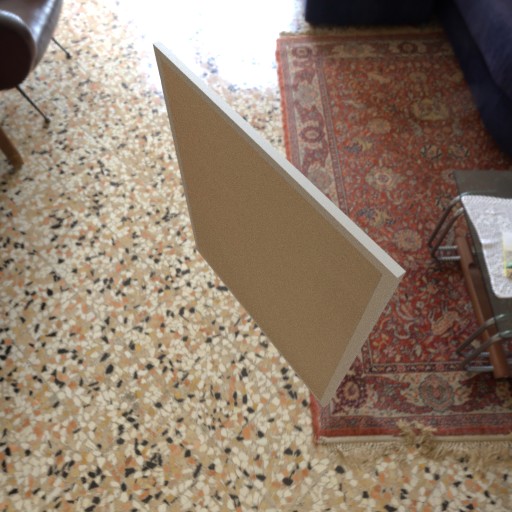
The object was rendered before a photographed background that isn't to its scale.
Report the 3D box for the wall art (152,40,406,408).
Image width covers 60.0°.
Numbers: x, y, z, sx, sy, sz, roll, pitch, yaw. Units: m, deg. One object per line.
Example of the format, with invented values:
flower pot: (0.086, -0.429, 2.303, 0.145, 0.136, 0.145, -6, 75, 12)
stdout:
wall art: (0.000, 0.000, 0.777, 0.012, 0.557, 0.482, -33, 64, -18)
